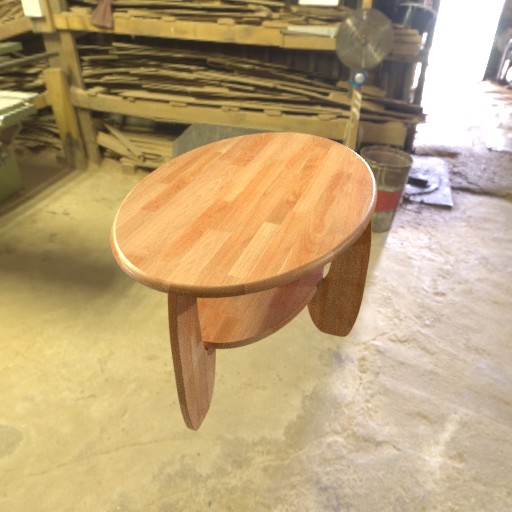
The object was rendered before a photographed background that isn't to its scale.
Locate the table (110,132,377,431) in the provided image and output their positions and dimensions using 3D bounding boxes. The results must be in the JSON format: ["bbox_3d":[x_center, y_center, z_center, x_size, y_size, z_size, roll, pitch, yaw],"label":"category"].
[{"bbox_3d":[0.000,0.000,1.403,0.690,0.490,1.040,11,35,16],"label":"table"}]
